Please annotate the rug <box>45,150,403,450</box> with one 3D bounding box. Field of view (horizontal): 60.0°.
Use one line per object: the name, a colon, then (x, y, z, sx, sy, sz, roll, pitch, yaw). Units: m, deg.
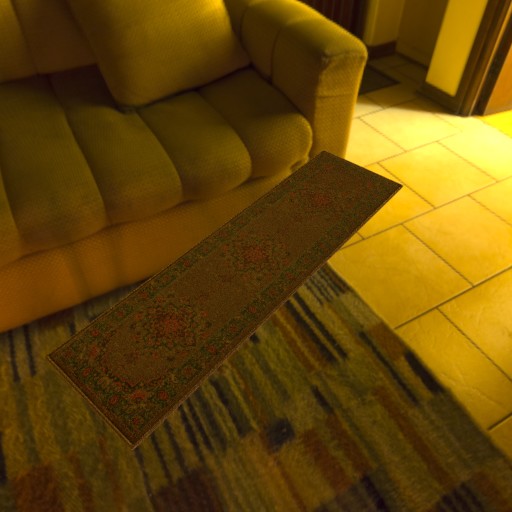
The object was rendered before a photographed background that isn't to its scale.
rug: (0.000, 0.000, 2.541, 0.659, 0.019, 2.297, 32, 54, 27)
